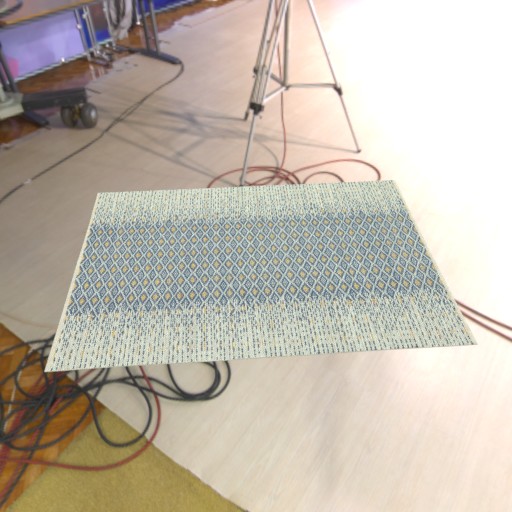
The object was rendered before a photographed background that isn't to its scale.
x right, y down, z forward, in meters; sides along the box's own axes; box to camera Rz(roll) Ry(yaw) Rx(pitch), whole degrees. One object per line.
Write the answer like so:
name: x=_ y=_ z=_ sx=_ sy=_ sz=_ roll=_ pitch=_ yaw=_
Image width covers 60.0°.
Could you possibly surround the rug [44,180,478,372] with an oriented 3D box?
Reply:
rug: x=0.000 y=0.000 z=2.294 sx=1.828 sy=0.005 sz=1.219 roll=-3 pitch=45 yaw=-3
